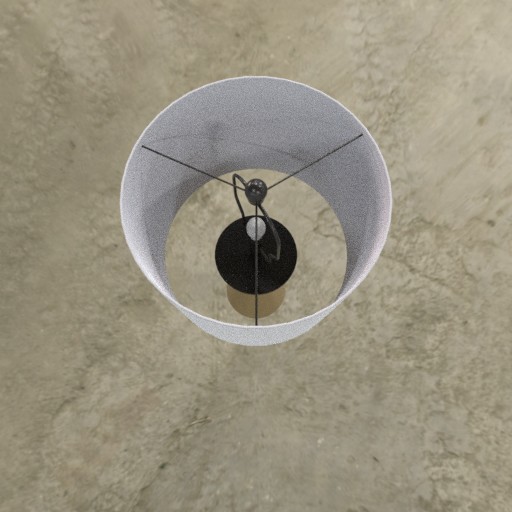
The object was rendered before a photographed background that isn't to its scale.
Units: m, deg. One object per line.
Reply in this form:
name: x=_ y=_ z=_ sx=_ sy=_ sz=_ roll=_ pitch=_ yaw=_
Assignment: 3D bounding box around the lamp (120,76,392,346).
lamp: x=0.000 y=0.000 z=0.753 sx=0.304 sy=0.573 sz=0.304 roll=-31 pitch=77 yaw=-8
